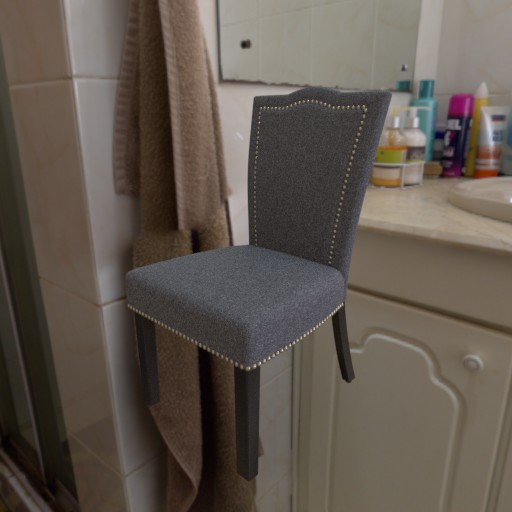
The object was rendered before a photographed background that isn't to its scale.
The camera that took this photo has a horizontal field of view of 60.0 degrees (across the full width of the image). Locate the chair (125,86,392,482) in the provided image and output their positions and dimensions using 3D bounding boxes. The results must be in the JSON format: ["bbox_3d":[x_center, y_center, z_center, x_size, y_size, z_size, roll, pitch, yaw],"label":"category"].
[{"bbox_3d":[0.000,0.000,1.292,0.518,0.946,0.589,16,24,41],"label":"chair"}]
